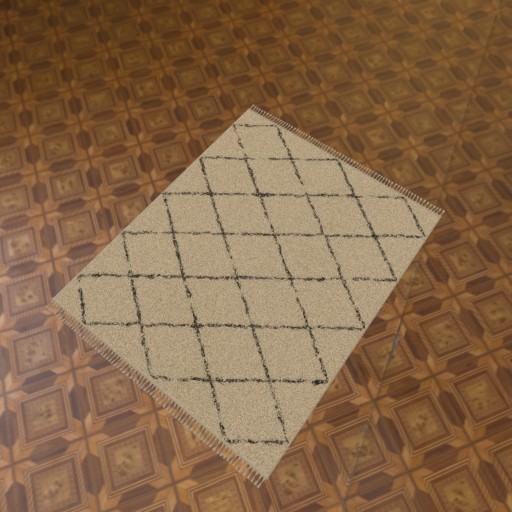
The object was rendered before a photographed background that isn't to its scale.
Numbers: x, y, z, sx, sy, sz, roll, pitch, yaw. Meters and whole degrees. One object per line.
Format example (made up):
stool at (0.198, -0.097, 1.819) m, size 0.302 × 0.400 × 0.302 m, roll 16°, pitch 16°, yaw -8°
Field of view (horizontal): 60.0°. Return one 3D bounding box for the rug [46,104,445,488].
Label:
rug at (0.000, 0.000, 4.142) m, size 2.380 × 0.013 × 3.051 m, roll 34°, pitch 68°, yaw 16°
